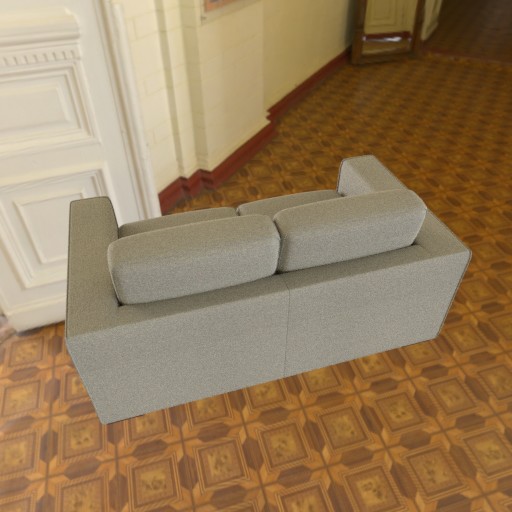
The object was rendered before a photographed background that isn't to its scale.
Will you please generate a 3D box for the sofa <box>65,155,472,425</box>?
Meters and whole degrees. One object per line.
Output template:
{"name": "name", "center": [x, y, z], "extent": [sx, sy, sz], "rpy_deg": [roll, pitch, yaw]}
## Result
{"name": "sofa", "center": [0.000, 0.000, 2.366], "extent": [1.812, 0.924, 1.007], "rpy_deg": [-11, 42, -12]}
